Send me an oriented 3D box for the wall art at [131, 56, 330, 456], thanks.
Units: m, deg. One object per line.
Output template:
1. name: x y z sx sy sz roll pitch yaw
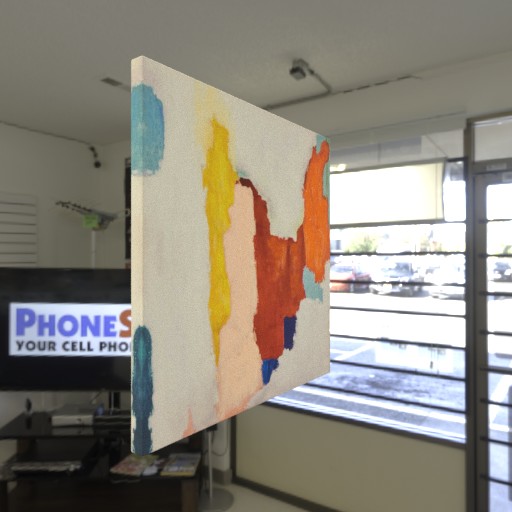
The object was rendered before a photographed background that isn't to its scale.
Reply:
1. wall art: 0.000 0.000 1.233 0.037 0.814 0.814 0 0 37
